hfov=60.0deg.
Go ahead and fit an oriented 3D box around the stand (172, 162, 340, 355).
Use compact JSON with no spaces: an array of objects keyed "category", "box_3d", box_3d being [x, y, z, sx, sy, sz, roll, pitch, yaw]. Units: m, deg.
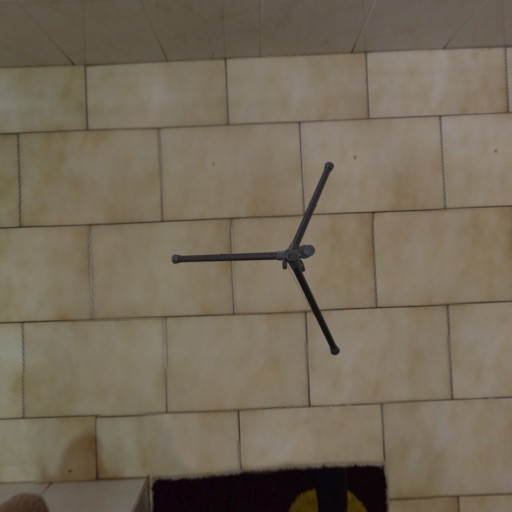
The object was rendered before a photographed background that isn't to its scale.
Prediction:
[{"category":"stand","box_3d":[0.000,0.000,1.858,0.907,1.136,1.045,0,89,0]}]
